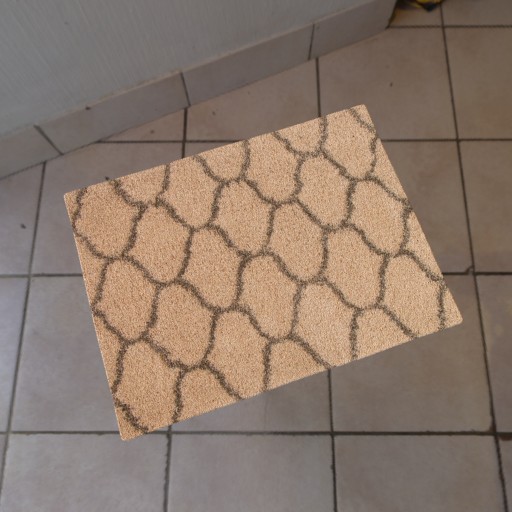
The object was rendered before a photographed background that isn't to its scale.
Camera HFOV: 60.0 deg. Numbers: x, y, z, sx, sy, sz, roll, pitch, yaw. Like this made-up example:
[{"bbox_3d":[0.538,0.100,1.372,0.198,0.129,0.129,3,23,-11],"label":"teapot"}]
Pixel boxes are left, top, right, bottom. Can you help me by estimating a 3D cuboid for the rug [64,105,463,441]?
[{"bbox_3d":[0.000,0.000,2.104,1.600,0.025,1.200,-18,75,-5],"label":"rug"}]
